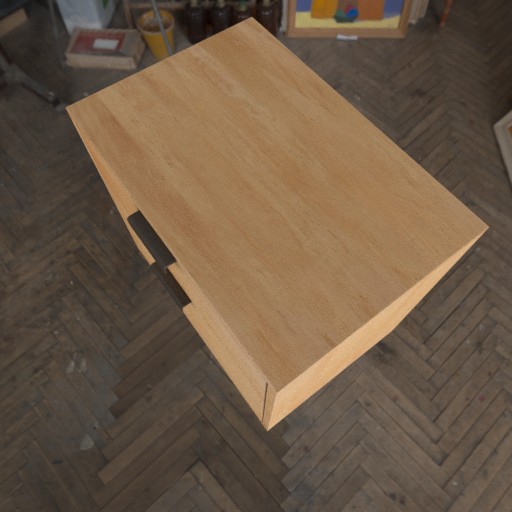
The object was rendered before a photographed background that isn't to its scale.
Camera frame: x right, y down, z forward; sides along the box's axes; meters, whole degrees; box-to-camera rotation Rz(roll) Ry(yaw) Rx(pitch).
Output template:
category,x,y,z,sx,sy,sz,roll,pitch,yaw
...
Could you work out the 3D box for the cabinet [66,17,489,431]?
category,x,y,z,sx,sy,sz,roll,pitch,yaw
cabinet,0.000,0.000,0.926,0.394,0.599,0.551,-34,68,-15
